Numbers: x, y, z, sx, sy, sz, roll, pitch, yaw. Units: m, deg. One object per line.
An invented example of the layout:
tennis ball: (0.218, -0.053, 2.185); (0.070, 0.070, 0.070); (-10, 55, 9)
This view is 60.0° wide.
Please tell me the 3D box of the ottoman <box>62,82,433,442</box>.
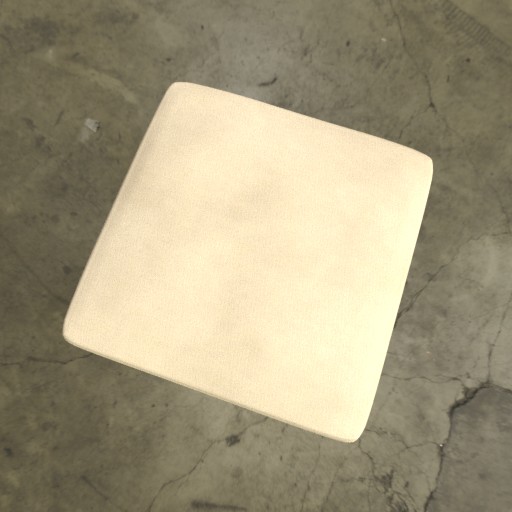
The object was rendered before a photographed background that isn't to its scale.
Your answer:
ottoman: (0.000, 0.000, 1.371); (0.842, 0.441, 0.843); (18, 77, 5)
